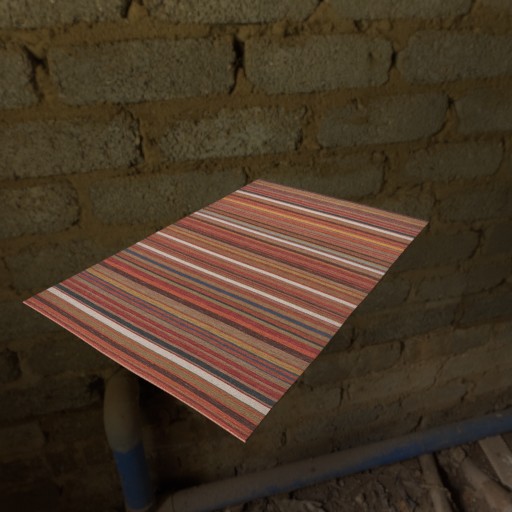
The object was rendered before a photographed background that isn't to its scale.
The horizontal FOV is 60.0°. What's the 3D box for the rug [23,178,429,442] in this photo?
[{"bbox_3d":[0.000,0.000,2.280,1.217,0.007,1.828,20,36,30],"label":"rug"}]
